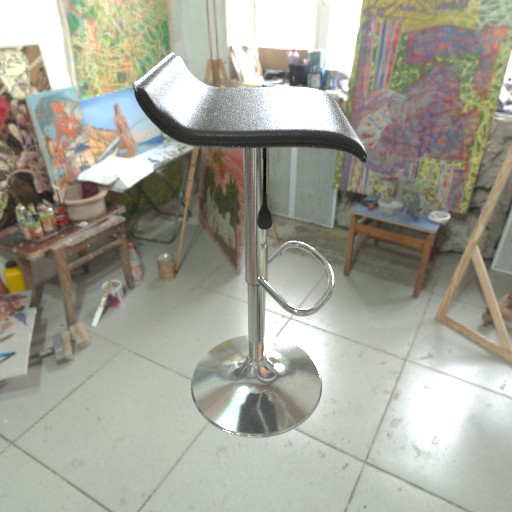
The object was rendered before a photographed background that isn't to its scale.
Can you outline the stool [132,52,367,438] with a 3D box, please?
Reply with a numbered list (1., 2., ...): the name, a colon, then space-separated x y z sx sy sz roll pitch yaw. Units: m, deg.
1. stool: 0.000 0.000 1.060 0.381 0.851 0.381 0 32 0
